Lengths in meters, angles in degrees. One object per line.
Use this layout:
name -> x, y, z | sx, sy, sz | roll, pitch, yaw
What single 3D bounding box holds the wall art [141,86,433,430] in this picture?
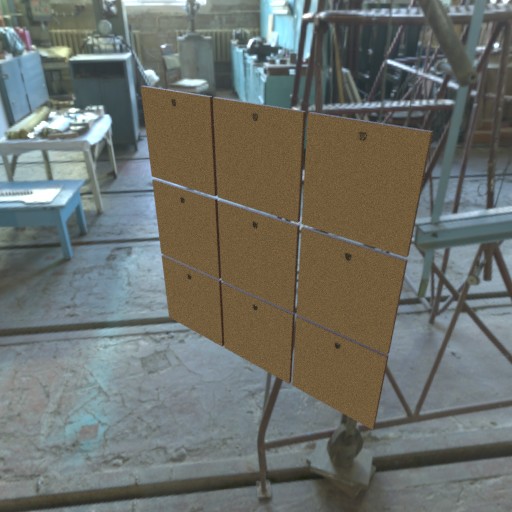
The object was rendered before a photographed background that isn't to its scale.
wall art -> 0.000, 0.000, 1.845 | 1.221, 1.218, 0.024 | 21, 36, 32
